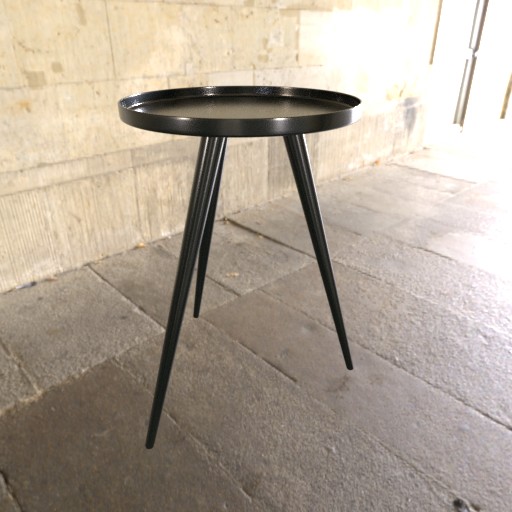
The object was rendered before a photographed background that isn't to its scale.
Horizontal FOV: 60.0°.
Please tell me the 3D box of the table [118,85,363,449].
[{"bbox_3d":[0.000,0.000,0.811,0.415,0.548,0.403,1,27,2],"label":"table"}]
